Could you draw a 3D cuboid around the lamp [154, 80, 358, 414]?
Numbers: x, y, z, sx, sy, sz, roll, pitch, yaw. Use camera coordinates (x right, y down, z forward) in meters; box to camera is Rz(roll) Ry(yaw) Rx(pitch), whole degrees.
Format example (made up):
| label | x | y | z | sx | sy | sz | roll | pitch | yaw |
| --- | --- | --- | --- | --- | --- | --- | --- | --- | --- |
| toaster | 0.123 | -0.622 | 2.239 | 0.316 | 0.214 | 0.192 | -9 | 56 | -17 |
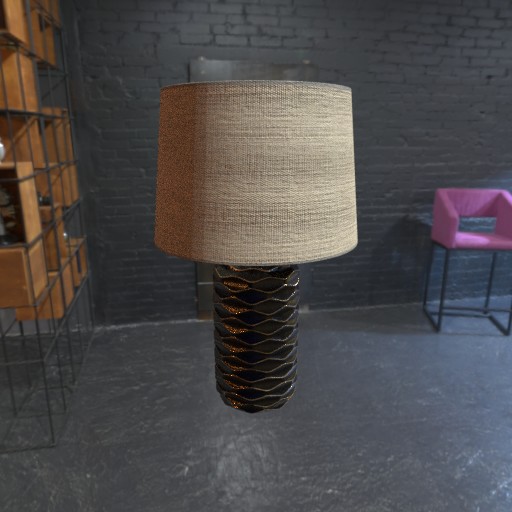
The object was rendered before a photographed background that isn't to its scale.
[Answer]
| label | x | y | z | sx | sy | sz | roll | pitch | yaw |
| --- | --- | --- | --- | --- | --- | --- | --- | --- | --- |
| lamp | 0.000 | 0.000 | 0.849 | 0.376 | 0.594 | 0.376 | 0 | 16 | 0 |
